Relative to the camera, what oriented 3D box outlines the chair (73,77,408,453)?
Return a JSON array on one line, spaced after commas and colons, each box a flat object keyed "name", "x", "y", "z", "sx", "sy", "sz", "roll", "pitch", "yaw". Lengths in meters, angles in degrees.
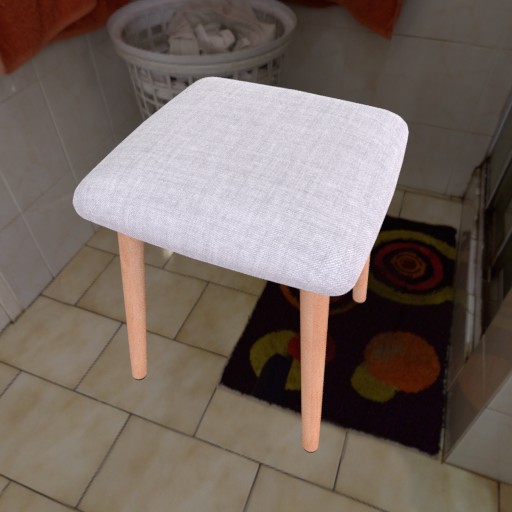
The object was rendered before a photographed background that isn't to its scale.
[{"name": "chair", "x": 0.000, "y": 0.000, "z": 0.694, "sx": 0.350, "sy": 0.440, "sz": 0.350, "roll": 17, "pitch": 49, "yaw": 16}]
